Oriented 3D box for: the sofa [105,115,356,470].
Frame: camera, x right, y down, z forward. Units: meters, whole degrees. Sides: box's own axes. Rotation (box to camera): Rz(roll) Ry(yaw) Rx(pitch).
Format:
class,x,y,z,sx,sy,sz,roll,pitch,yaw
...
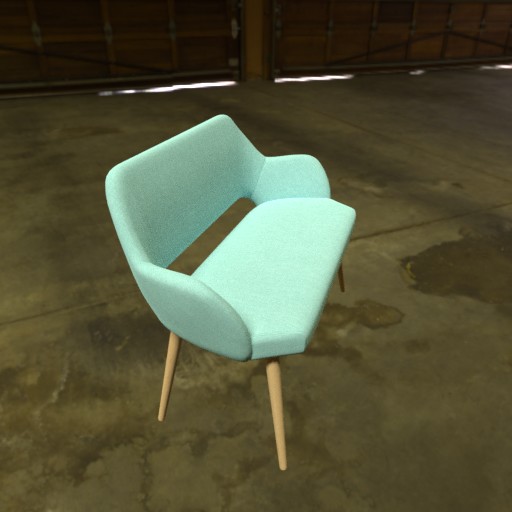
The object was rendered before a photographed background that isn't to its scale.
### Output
class,x,y,z,sx,sy,sz,roll,pitch,yaw
sofa,0.000,0.000,1.638,0.610,0.840,1.150,10,31,17
